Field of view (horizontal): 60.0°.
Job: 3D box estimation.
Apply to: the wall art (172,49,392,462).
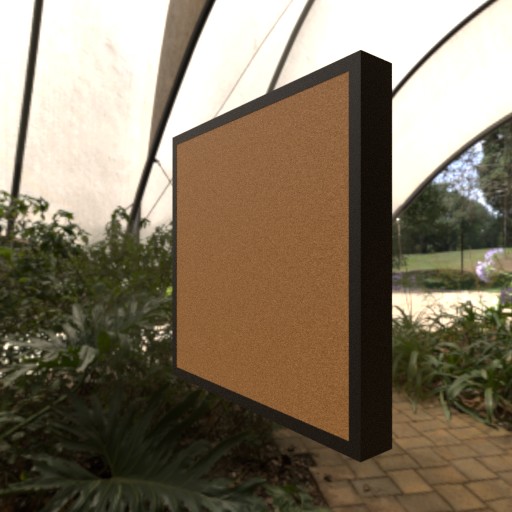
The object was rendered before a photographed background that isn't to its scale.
[{"bbox_3d":[0.000,0.000,0.458,0.038,0.304,0.305,0,0,-37],"label":"wall art"}]
